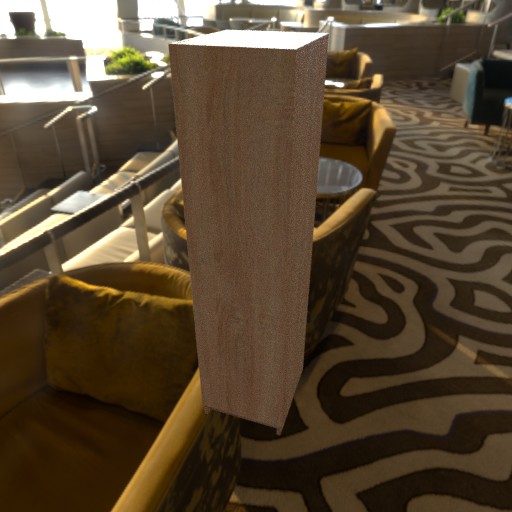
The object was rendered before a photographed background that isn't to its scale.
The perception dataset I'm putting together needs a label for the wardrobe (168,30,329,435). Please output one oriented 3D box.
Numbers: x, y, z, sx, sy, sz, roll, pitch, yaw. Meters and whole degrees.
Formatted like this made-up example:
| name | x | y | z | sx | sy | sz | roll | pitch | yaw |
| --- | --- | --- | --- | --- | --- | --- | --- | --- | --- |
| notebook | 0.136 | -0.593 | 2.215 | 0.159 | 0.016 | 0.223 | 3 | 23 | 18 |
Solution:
| name | x | y | z | sx | sy | sz | roll | pitch | yaw |
| --- | --- | --- | --- | --- | --- | --- | --- | --- | --- |
| wardrobe | 0.000 | 0.000 | 2.387 | 0.496 | 2.117 | 0.588 | 10 | 33 | 16 |
